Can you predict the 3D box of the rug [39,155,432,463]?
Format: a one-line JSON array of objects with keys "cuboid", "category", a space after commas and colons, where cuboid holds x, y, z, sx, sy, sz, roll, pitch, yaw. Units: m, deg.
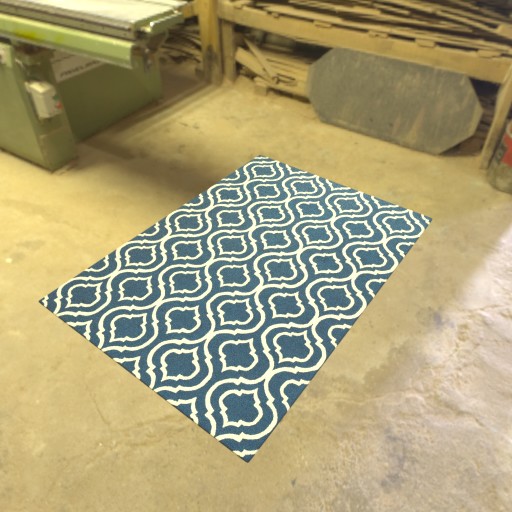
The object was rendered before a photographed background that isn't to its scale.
[{"cuboid": [0.000, 0.000, 2.835, 1.524, 0.010, 2.134, 27, 48, 27], "category": "rug"}]
